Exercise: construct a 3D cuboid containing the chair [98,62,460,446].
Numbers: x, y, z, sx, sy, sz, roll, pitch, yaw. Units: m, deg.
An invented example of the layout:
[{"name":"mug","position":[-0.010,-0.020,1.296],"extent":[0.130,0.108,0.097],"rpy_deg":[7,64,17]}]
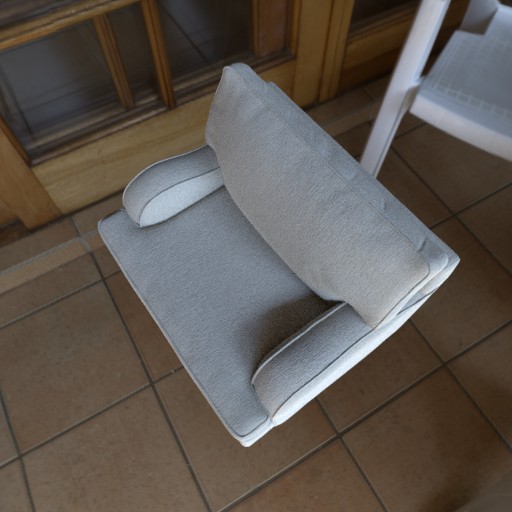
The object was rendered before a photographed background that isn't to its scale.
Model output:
[{"name":"chair","position":[0.000,0.000,1.987],"extent":[1.041,1.016,1.220],"rpy_deg":[-33,67,-16]}]
